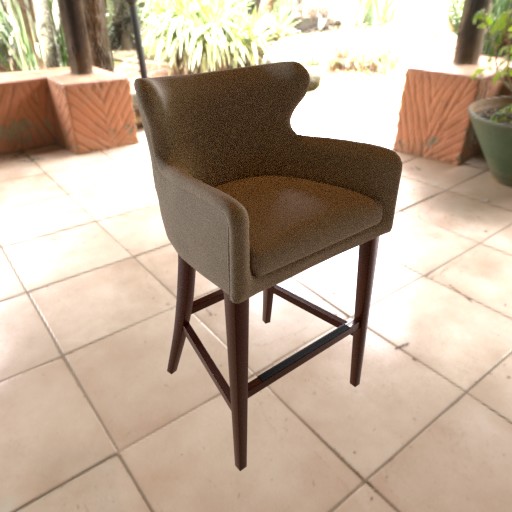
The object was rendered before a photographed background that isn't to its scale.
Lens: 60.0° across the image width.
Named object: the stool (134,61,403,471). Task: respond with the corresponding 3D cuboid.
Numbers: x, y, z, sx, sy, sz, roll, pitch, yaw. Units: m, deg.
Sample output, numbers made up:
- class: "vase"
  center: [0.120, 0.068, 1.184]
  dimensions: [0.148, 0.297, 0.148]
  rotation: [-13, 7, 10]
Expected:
- class: "stool"
  center: [0.000, 0.000, 1.347]
  dimensions: [0.556, 1.034, 0.563]
  rotation: [-23, 38, -32]
